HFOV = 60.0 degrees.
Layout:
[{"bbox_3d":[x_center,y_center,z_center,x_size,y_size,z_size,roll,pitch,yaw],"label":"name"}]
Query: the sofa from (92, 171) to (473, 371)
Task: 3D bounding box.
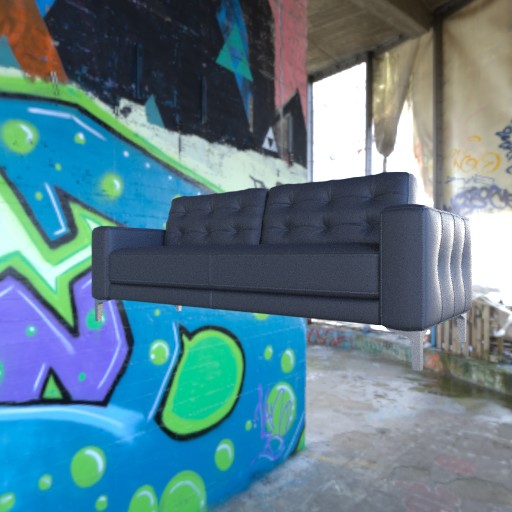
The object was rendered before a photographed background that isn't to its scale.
[{"bbox_3d":[0.000,0.000,2.688,2.275,0.893,0.833,0,0,37],"label":"sofa"}]
